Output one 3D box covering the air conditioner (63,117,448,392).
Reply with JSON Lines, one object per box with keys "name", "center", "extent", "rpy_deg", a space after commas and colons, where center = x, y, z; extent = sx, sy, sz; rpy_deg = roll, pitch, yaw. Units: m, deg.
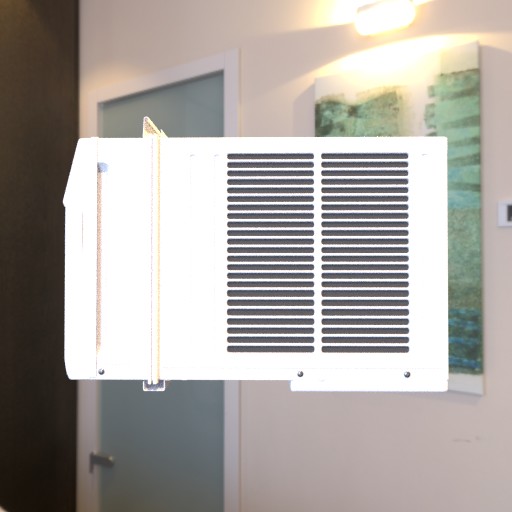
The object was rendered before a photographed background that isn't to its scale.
{"name": "air conditioner", "center": [0.000, 0.000, 0.862], "extent": [0.546, 0.388, 0.503], "rpy_deg": [0, -1, 1]}
